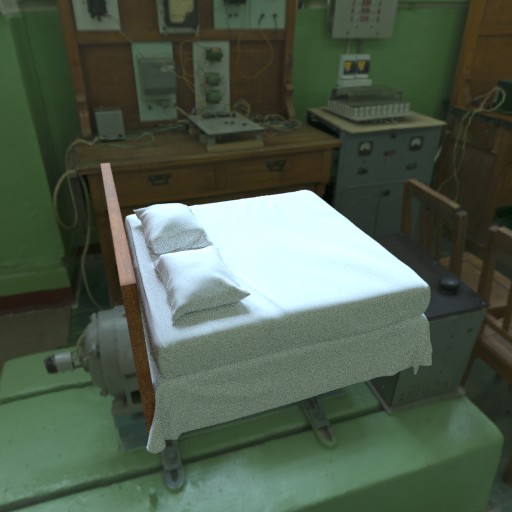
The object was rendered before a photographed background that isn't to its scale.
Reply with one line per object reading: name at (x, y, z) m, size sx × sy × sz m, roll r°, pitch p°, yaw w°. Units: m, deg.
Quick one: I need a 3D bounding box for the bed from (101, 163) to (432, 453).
bed at (0.000, 0.000, 3.595) m, size 2.165 × 1.158 × 2.255 m, roll -10°, pitch 31°, yaw -17°
